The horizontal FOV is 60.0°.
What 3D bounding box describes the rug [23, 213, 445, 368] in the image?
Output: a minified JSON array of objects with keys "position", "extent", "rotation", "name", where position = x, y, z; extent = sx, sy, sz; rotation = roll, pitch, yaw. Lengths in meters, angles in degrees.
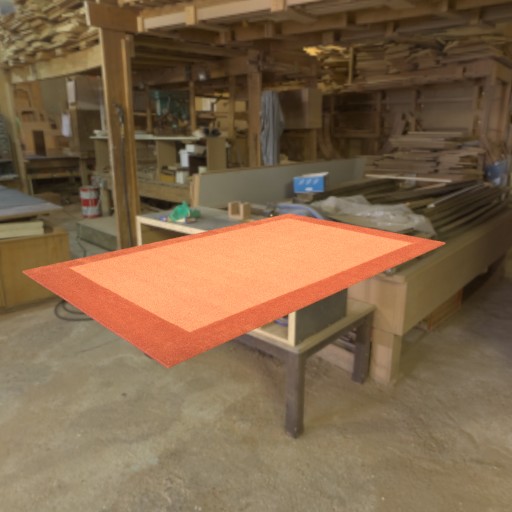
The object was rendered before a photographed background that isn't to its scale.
[{"position":[0.000,0.000,2.961],"extent":[1.524,0.014,2.438],"rotation":[16,23,43],"name":"rug"}]
